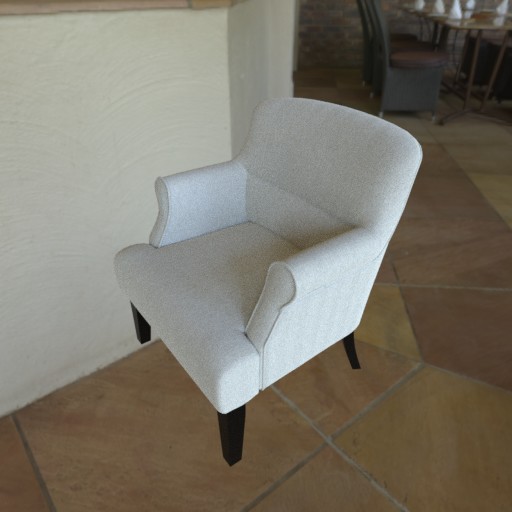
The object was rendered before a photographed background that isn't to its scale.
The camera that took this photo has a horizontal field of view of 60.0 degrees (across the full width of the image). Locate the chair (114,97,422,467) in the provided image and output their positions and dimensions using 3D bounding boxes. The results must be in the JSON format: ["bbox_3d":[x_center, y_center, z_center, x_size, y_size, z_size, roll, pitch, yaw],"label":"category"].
[{"bbox_3d":[0.000,0.000,1.477,0.750,0.875,0.781,-21,38,-30],"label":"chair"}]
